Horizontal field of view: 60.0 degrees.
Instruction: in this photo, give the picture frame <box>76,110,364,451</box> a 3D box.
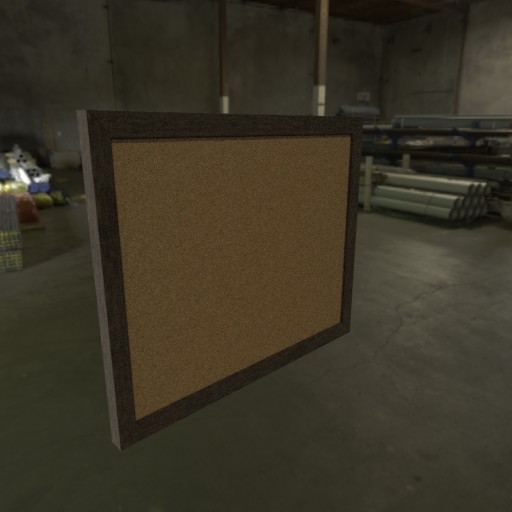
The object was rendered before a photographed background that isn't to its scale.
[{"bbox_3d":[0.000,0.000,0.747,0.546,0.455,0.026,-15,22,-41],"label":"picture frame"}]
